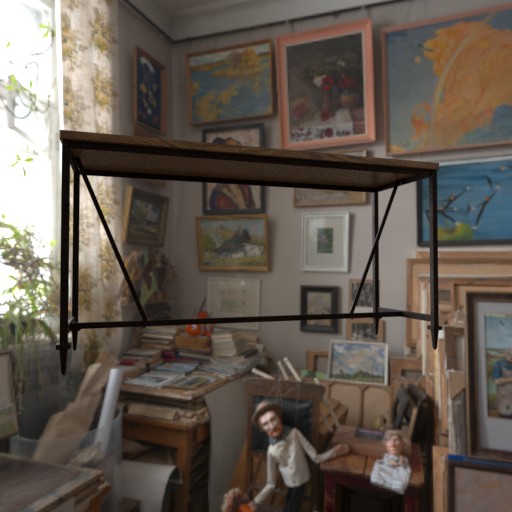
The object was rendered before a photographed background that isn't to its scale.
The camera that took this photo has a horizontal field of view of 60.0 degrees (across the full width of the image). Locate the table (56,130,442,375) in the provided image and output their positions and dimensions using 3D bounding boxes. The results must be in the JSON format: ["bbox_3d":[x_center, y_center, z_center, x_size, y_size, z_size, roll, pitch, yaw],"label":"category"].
[{"bbox_3d":[0.000,0.000,2.136,1.700,0.902,0.551,1,-2,-18],"label":"table"}]
